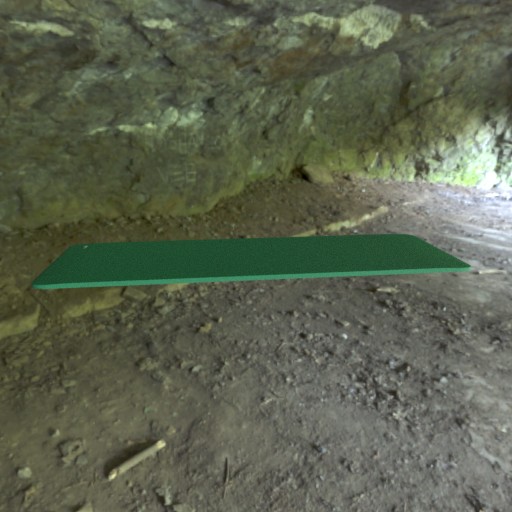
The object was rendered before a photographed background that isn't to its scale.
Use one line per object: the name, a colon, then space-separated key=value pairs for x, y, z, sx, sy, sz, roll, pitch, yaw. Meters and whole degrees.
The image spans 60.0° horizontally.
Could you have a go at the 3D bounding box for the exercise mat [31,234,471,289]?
exercise mat: x=0.000 y=0.000 z=2.123 sx=1.869 sy=0.021 sz=0.616 roll=-2 pitch=17 yaw=-7
